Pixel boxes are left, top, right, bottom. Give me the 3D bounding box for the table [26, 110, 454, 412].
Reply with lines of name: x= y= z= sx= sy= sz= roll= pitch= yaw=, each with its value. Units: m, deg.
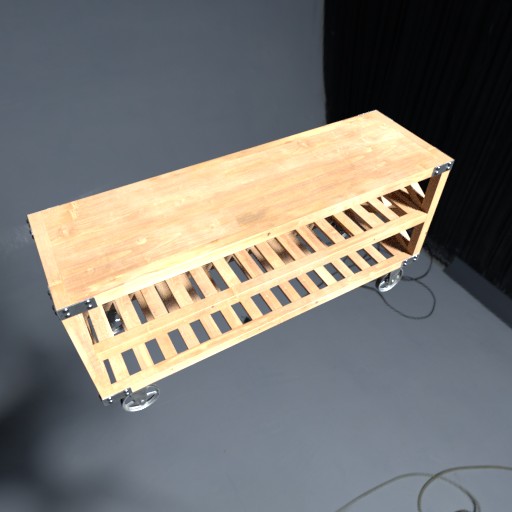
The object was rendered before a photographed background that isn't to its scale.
table: x=0.000 y=0.000 z=1.821 sx=1.487 sy=0.711 sz=0.467 roll=-22 pitch=49 yaw=-20
